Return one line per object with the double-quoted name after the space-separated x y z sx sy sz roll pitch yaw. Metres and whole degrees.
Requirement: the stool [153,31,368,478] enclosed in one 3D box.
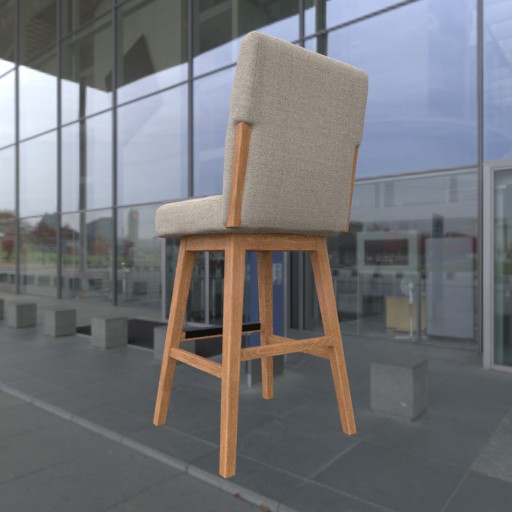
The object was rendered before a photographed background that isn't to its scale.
0.000 0.000 1.404 0.483 1.106 0.569 0 0 -36 "stool"
